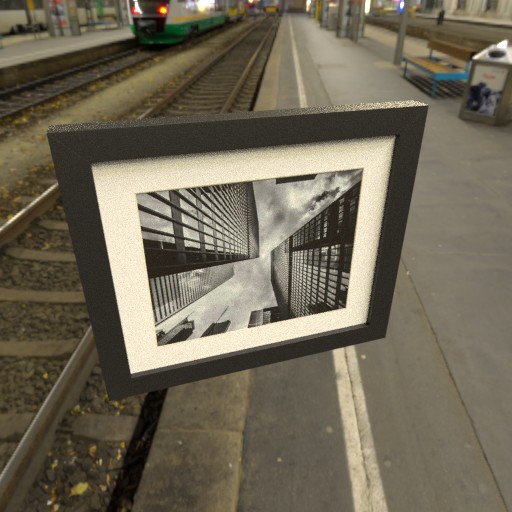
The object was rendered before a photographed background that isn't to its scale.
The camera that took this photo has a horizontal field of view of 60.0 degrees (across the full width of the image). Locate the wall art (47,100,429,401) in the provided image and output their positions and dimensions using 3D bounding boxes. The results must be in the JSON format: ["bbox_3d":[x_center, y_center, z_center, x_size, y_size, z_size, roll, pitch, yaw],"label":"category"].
[{"bbox_3d":[0.000,0.000,0.516,0.381,0.321,0.028,-9,31,-15],"label":"wall art"}]
